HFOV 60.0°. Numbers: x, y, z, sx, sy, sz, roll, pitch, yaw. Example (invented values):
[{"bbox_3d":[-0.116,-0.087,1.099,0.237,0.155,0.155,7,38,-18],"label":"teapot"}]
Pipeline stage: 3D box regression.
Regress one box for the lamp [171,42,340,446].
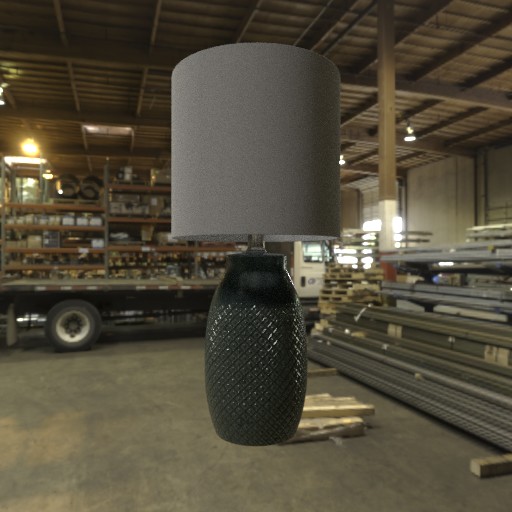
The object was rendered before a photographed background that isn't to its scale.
[{"bbox_3d":[0.000,0.000,0.578,0.217,0.453,0.217,0,0,-19],"label":"lamp"}]
